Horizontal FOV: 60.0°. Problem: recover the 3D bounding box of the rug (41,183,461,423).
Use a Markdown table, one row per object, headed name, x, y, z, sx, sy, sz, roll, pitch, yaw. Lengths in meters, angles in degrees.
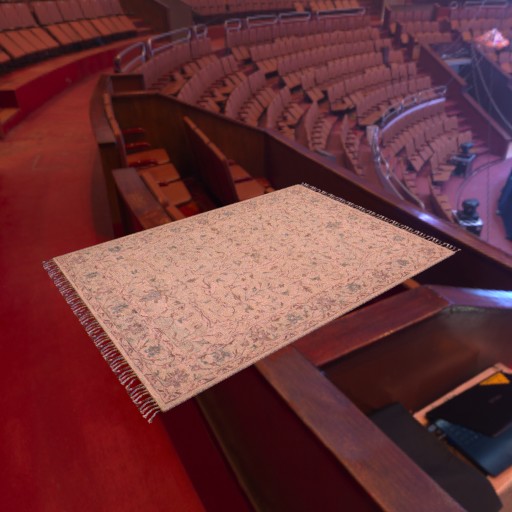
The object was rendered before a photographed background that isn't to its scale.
| name | x | y | z | sx | sy | sz | roll | pitch | yaw |
| --- | --- | --- | --- | --- | --- | --- | --- | --- | --- |
| rug | 0.000 | 0.000 | 2.286 | 1.802 | 0.008 | 1.247 | -21 | 37 | -32 |
